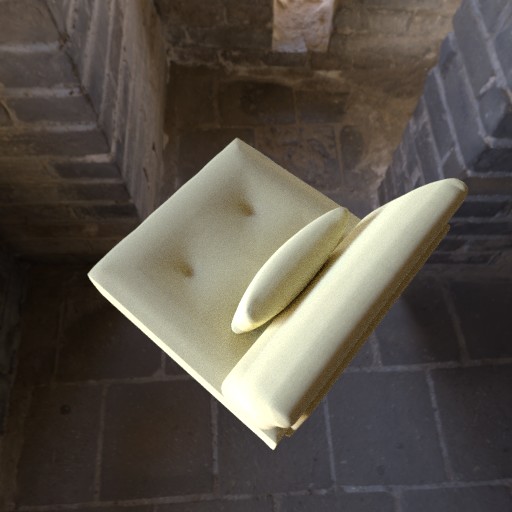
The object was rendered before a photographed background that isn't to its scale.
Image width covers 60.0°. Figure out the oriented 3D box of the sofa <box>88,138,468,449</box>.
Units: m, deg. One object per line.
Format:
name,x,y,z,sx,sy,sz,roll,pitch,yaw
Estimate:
sofa,0.000,0.000,1.682,1.000,0.820,0.930,37,69,17
